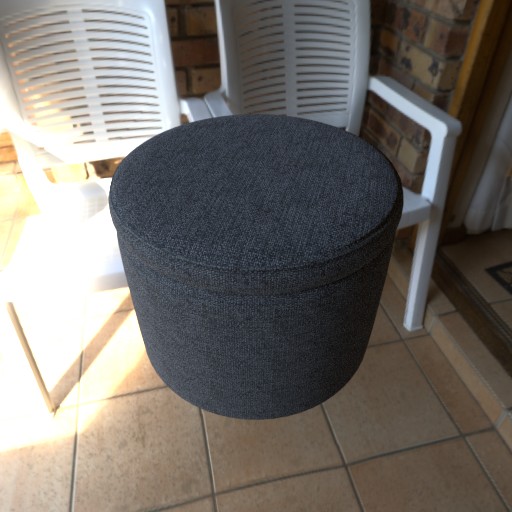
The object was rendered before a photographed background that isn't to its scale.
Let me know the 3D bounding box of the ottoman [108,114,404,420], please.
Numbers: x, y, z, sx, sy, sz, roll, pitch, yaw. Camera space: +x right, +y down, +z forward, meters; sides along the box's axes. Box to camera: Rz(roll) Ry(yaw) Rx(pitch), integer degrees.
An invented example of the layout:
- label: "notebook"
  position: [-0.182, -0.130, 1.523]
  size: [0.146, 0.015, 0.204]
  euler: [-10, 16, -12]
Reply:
- label: "ottoman"
  position: [0.000, 0.000, 0.915]
  size: [0.520, 0.430, 0.520]
  euler: [0, 41, 0]
